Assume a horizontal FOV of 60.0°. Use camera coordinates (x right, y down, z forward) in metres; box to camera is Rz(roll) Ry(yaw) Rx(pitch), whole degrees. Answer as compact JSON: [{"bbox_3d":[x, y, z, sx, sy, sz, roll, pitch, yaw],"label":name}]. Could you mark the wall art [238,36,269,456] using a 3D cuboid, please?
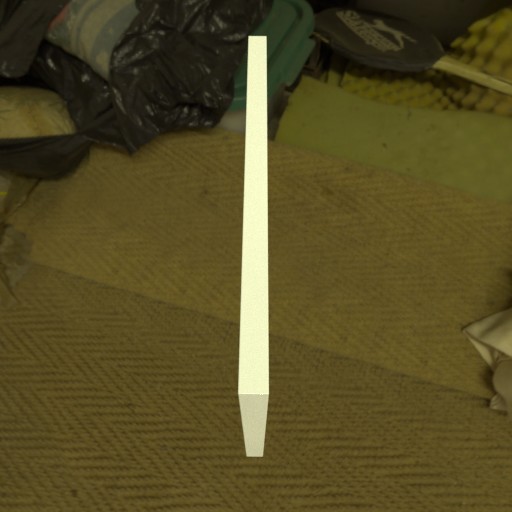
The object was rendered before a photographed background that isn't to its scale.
[{"bbox_3d":[0.000,0.000,1.373,0.053,0.787,1.041,0,58,0],"label":"wall art"}]
